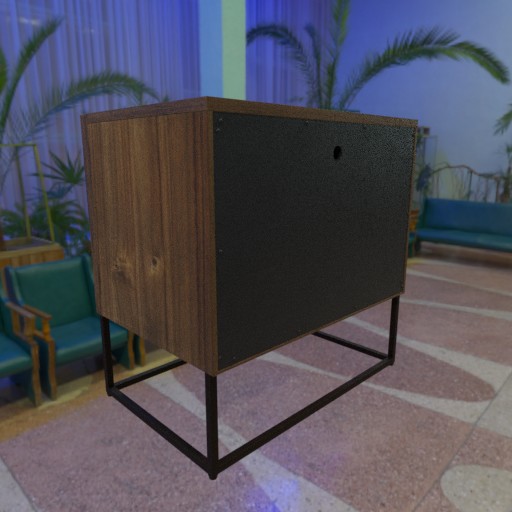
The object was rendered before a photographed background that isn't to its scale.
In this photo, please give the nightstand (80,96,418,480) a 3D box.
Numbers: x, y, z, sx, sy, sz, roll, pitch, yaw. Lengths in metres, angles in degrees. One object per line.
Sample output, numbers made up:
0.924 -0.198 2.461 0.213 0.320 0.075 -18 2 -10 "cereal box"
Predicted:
0.000 0.000 1.021 0.610 0.610 0.437 -12 18 -43 "nightstand"
